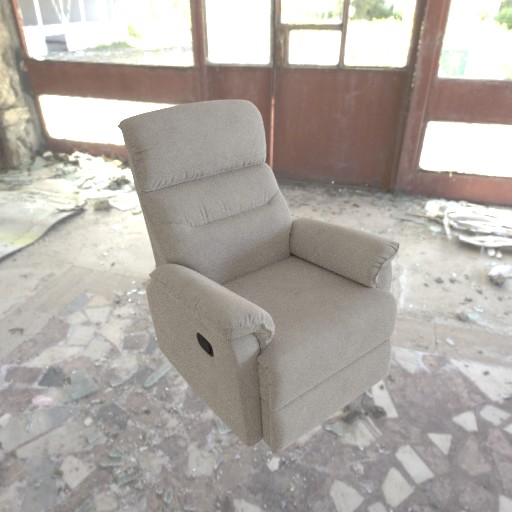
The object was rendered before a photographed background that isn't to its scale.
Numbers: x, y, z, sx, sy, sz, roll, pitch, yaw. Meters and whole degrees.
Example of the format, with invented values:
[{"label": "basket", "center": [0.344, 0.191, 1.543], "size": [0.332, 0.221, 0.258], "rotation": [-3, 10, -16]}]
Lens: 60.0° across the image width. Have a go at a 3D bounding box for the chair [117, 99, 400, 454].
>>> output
[{"label": "chair", "center": [0.000, 0.000, 1.752], "size": [0.820, 1.039, 1.001], "rotation": [-21, 36, -32]}]
